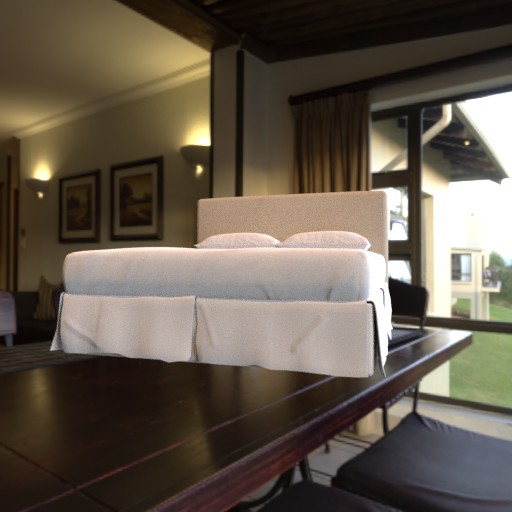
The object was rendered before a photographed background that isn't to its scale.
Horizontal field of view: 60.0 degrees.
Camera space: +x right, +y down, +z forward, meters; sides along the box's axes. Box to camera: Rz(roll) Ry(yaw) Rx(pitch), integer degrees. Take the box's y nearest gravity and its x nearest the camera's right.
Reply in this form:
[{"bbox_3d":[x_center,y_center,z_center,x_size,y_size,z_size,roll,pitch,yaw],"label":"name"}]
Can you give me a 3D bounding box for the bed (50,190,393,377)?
[{"bbox_3d":[0.000,0.000,3.632,2.119,1.317,2.319,0,-1,18],"label":"bed"}]
